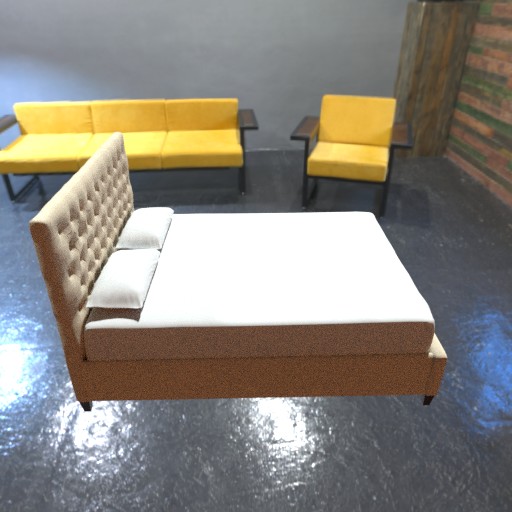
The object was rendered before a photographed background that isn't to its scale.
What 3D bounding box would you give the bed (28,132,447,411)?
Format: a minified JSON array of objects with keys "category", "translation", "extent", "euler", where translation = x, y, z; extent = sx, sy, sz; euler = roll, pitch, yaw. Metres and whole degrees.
[{"category":"bed","translation":[0.000,0.000,3.325],"extent":[2.387,1.427,1.698],"euler":[-1,31,-1]}]
